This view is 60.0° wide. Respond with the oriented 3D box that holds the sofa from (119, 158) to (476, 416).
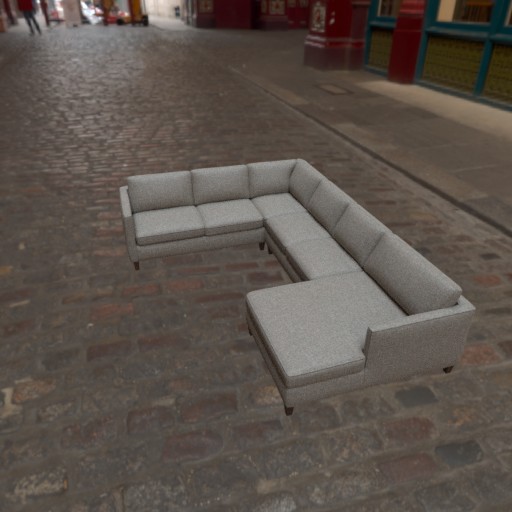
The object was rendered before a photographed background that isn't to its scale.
[{"bbox_3d":[0.000,0.000,4.577,2.551,0.889,3.403,-9,32,-15],"label":"sofa"}]
